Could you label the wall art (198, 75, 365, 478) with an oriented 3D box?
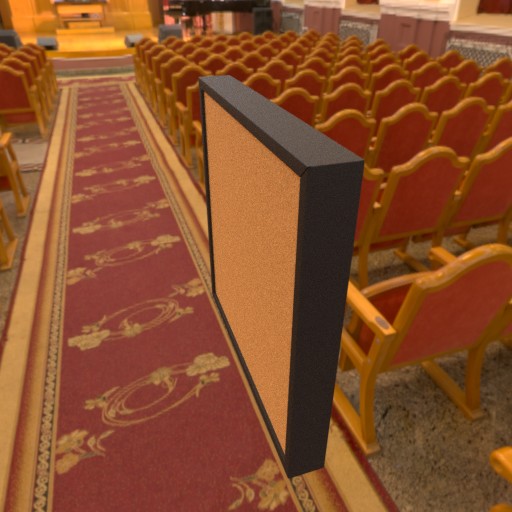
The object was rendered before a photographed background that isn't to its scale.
[{"bbox_3d":[0.000,0.000,0.462,0.037,0.305,0.305,-10,33,-15],"label":"wall art"}]
